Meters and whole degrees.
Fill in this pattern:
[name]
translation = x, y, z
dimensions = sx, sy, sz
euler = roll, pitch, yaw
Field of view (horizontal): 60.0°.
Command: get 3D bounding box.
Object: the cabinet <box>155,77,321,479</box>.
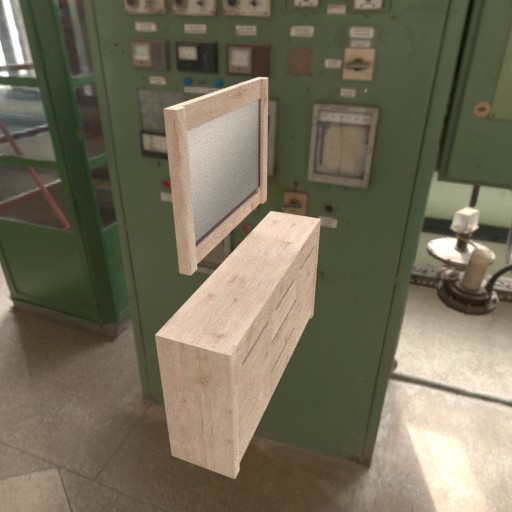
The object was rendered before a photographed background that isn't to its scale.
[cabinet]
translation = 0.000, 0.000, 2.825
dimensions = 0.420, 1.981, 1.700
euler = 11, 31, 19
